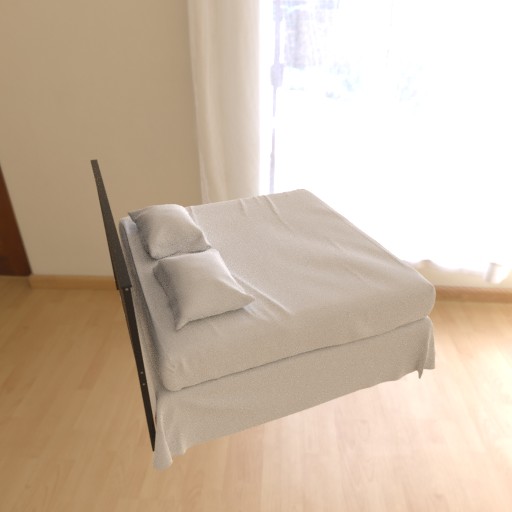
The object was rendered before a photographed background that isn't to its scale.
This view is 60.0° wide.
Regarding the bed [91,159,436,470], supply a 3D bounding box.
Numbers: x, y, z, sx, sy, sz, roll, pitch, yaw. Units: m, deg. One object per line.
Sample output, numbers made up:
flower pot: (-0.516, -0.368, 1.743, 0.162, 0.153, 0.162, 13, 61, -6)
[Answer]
bed: (0.000, 0.000, 3.591, 2.219, 1.271, 2.315, -11, 33, -19)
